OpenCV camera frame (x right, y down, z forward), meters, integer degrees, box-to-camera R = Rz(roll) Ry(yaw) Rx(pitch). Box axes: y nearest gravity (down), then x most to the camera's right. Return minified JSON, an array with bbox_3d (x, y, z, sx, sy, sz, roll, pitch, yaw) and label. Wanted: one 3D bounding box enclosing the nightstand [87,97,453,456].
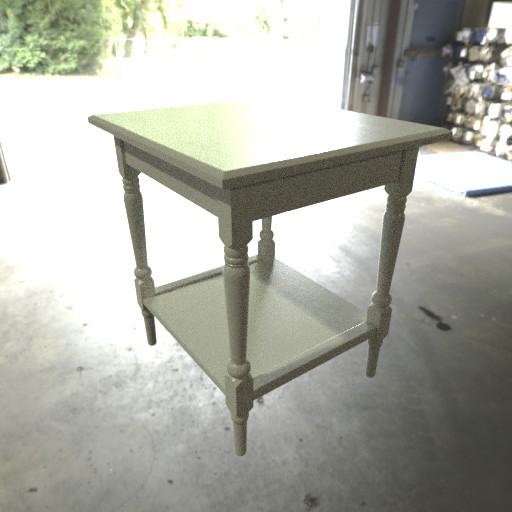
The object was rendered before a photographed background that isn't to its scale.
[{"bbox_3d":[0.000,0.000,0.936,0.459,0.555,0.505,-18,32,-31],"label":"nightstand"}]
